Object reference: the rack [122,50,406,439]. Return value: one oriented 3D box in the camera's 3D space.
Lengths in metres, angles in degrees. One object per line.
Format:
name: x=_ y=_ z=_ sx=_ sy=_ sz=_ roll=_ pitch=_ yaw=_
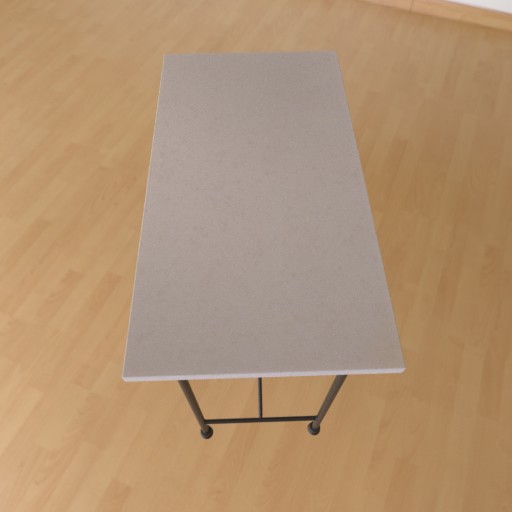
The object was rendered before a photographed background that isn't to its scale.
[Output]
rack: x=0.000 y=0.000 z=1.635 sx=0.613 sy=0.880 sz=1.159 roll=-2 pitch=58 yaw=-1
